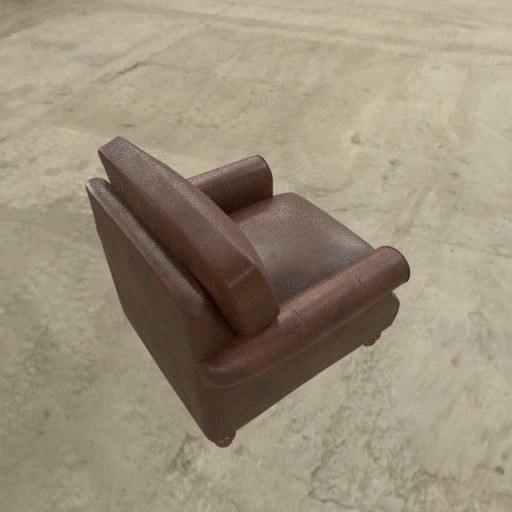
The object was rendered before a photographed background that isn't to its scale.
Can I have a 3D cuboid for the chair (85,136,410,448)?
[{"bbox_3d":[0.000,0.000,1.792,0.992,0.972,0.989,-26,48,-26],"label":"chair"}]
